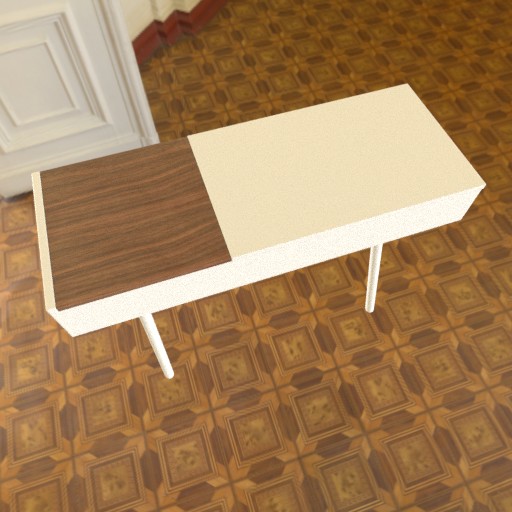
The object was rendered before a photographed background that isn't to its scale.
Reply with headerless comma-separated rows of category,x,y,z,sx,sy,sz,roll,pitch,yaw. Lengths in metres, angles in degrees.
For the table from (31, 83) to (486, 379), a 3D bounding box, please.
table,0.000,0.000,1.450,1.066,0.785,0.418,-16,61,-10
